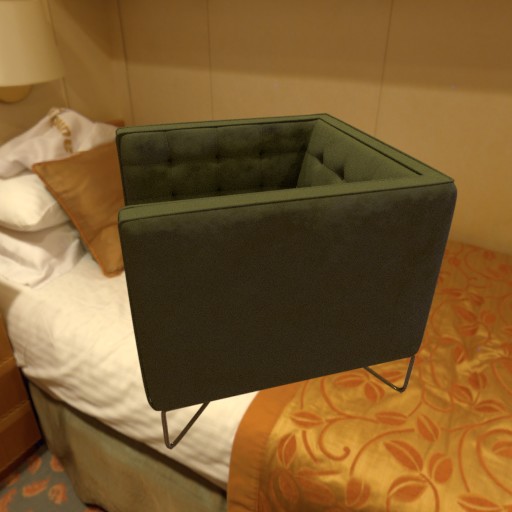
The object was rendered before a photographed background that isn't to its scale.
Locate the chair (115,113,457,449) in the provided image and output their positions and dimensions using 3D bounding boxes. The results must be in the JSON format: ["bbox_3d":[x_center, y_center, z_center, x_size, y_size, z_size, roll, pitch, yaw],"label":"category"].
[{"bbox_3d":[0.000,0.000,1.597,0.894,0.790,0.880,-8,31,-14],"label":"chair"}]
